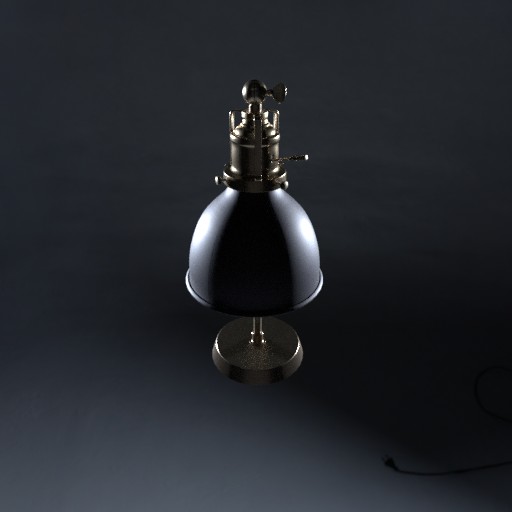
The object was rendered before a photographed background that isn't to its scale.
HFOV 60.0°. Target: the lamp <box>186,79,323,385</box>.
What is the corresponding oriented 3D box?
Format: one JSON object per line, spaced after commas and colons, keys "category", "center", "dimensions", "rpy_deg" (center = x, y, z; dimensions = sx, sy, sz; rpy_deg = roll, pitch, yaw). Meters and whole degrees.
{"category": "lamp", "center": [0.000, 0.000, 0.584], "dimensions": [0.160, 0.456, 0.291], "rpy_deg": [1, 30, 1]}
